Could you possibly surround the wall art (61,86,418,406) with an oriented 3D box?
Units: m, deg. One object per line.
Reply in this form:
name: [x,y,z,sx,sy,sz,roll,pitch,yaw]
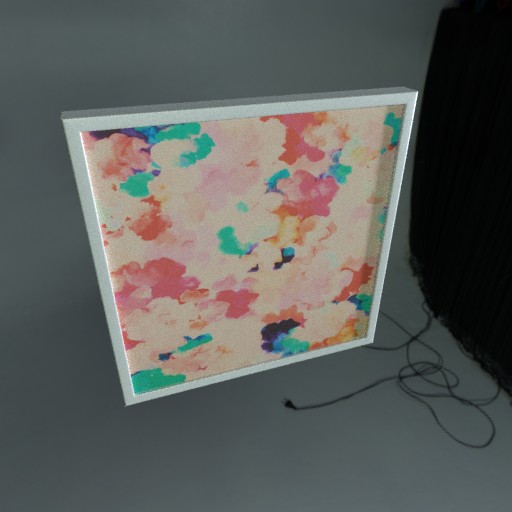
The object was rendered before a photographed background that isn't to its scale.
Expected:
wall art: [0.000,0.000,0.746,0.506,0.505,0.038,-10,33,-16]
